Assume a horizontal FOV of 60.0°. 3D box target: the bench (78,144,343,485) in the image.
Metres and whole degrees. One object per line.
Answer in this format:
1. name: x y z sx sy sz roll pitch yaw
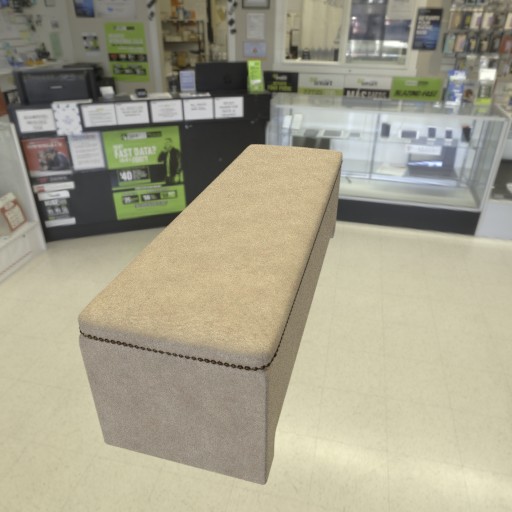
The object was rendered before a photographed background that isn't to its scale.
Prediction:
1. bench: 0.000 0.000 1.660 0.470 0.447 1.482 8 31 13
